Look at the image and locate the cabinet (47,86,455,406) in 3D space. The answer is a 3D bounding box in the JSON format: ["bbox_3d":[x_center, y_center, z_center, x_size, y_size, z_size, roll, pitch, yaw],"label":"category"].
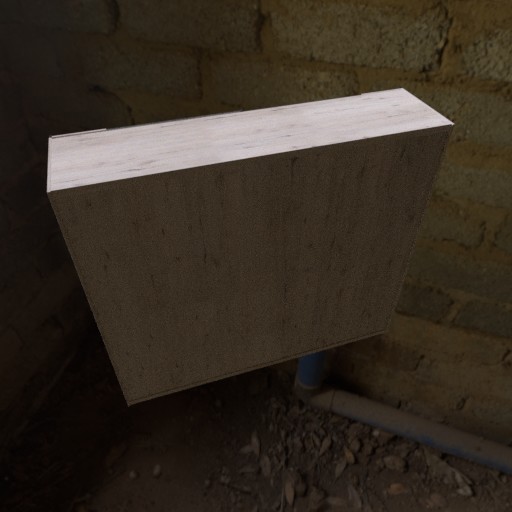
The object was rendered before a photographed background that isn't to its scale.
[{"bbox_3d":[0.000,0.000,3.556,2.500,2.180,0.660,-12,44,-13],"label":"cabinet"}]
